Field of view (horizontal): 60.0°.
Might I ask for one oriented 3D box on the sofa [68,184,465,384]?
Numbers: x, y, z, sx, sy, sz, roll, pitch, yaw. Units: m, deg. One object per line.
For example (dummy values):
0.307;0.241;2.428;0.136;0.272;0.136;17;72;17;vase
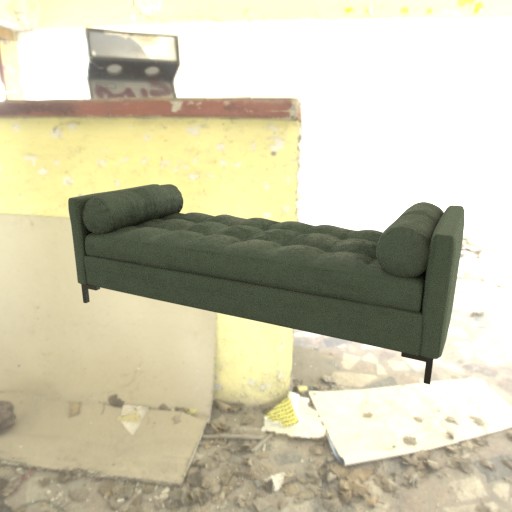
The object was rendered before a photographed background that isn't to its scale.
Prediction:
0.000;0.000;2.566;2.130;0.681;0.817;8;18;26;sofa
